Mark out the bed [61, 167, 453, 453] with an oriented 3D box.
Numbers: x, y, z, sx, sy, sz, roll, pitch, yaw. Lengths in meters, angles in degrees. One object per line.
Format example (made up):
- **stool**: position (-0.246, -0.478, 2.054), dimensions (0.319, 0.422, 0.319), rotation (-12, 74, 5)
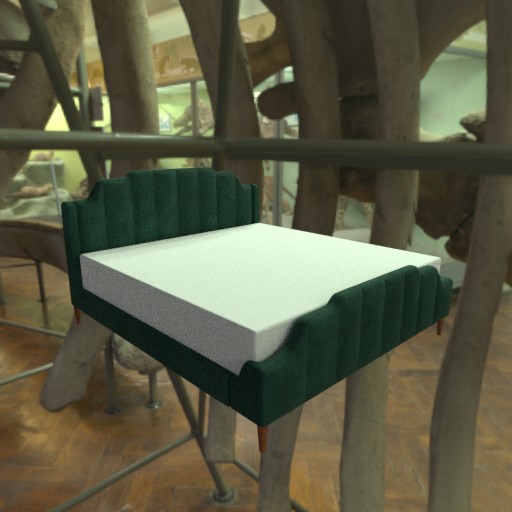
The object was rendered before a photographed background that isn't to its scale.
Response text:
- **bed**: position (0.000, 0.000, 3.486), dimensions (2.074, 1.245, 2.340), rotation (-14, 20, -42)
